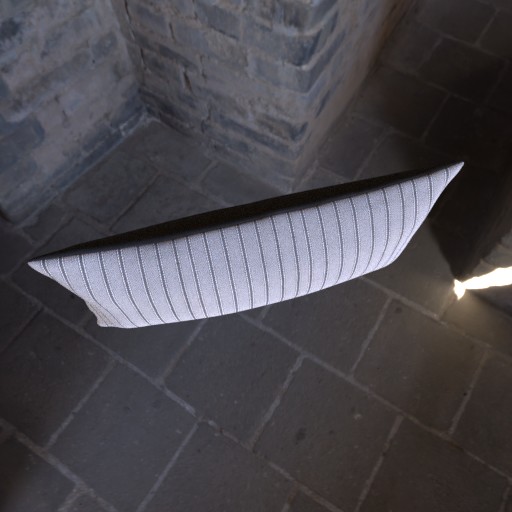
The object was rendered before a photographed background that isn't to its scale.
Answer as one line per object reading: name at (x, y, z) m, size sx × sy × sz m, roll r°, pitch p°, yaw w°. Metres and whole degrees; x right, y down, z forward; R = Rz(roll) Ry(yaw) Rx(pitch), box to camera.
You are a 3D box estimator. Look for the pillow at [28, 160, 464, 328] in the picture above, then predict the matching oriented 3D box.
pillow at (0.000, 0.000, 0.730) m, size 0.609 × 0.305 × 0.151 m, roll -13°, pitch 64°, yaw -6°
